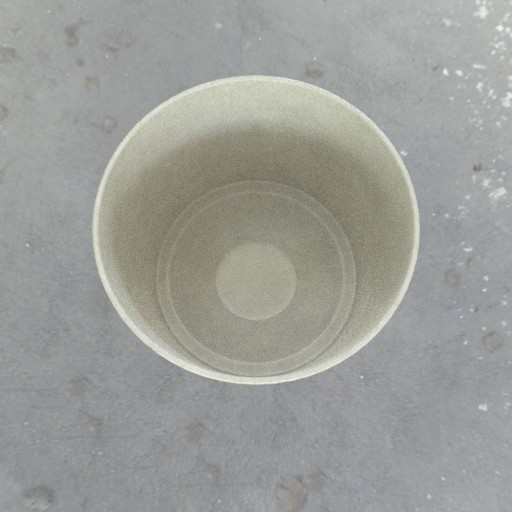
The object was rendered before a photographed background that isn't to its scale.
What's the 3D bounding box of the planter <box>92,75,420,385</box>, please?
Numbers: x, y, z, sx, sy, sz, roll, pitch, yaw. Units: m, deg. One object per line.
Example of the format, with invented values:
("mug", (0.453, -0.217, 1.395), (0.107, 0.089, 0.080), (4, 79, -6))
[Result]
("planter", (0.000, 0.000, 0.453), (0.250, 0.239, 0.250), (0, 74, 0))
